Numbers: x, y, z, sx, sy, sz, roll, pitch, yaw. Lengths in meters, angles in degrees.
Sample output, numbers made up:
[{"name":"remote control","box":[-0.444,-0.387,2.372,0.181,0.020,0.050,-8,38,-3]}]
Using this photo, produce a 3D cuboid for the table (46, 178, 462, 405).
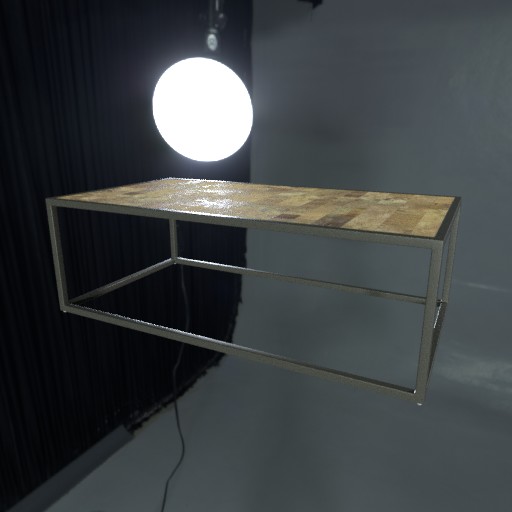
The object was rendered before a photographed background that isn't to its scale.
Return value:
[{"name":"table","box":[0.000,0.000,1.504,1.199,0.398,0.649,8,18,26]}]
